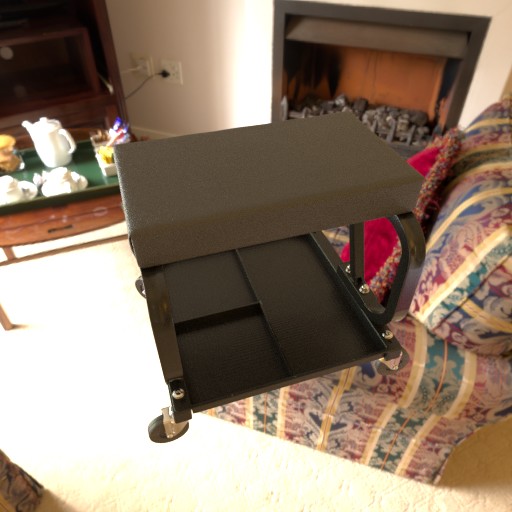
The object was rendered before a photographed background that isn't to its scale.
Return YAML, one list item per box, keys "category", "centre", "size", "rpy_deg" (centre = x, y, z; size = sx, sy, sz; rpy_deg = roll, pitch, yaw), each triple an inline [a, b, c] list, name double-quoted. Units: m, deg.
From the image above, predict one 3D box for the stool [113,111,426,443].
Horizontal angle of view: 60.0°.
- category: "stool"
  centre: [0.000, 0.000, 0.726]
  size: [0.446, 0.380, 0.371]
  rpy_deg: [-12, 43, -13]
